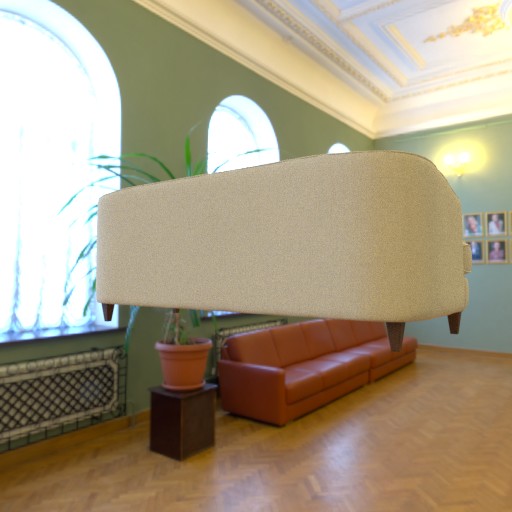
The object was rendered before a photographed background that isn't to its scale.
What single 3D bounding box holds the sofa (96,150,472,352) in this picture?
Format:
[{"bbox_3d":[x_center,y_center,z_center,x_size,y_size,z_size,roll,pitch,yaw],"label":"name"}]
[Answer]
[{"bbox_3d":[0.000,0.000,2.710,2.278,0.855,0.941,-2,-3,36],"label":"sofa"}]
